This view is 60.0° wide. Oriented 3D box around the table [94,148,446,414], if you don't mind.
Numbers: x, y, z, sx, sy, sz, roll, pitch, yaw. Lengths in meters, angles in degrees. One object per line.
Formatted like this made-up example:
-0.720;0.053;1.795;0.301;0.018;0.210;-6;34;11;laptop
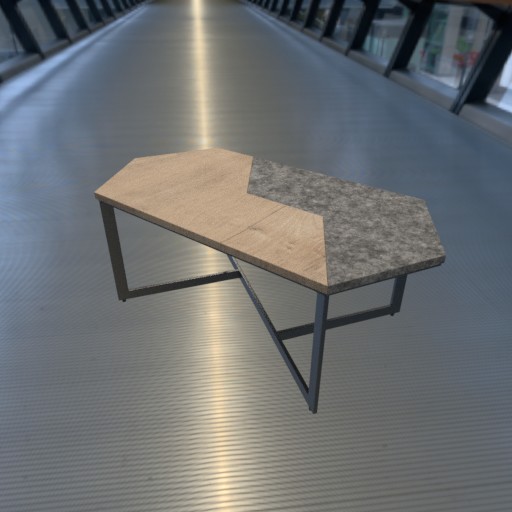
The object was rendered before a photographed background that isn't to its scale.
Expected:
0.000;0.000;1.559;1.219;0.457;0.609;22;37;32;table
